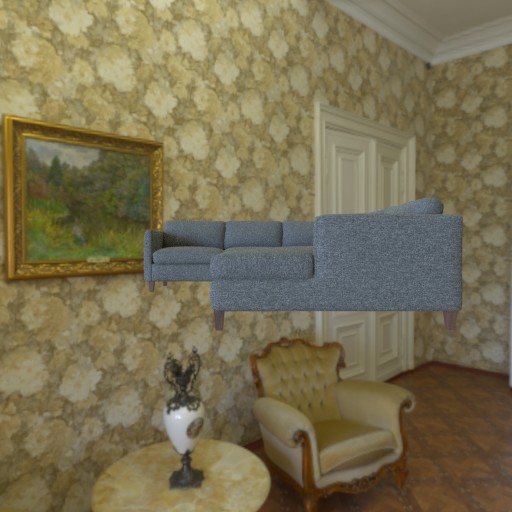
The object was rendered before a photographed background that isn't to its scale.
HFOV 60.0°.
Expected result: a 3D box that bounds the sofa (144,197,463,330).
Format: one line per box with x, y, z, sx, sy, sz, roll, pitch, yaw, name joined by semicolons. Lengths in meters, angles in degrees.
0.000;0.000;4.292;2.551;0.853;3.238;0;1;-1;sofa
